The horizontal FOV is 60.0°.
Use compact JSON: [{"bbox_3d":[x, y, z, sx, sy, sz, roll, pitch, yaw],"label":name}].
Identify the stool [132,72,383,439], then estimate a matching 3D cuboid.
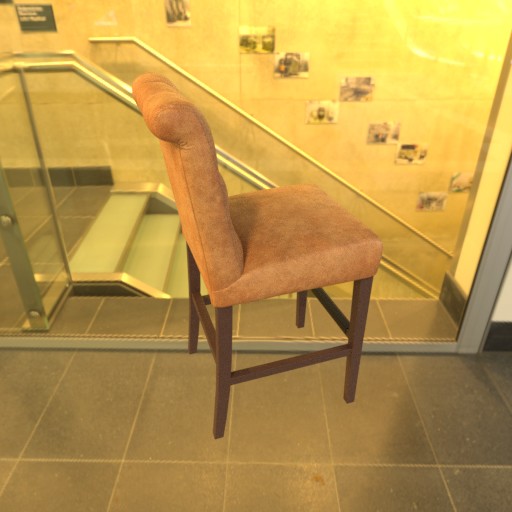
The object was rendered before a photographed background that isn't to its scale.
[{"bbox_3d":[0.000,0.000,1.393,0.601,1.047,0.493,-10,32,-16],"label":"stool"}]
